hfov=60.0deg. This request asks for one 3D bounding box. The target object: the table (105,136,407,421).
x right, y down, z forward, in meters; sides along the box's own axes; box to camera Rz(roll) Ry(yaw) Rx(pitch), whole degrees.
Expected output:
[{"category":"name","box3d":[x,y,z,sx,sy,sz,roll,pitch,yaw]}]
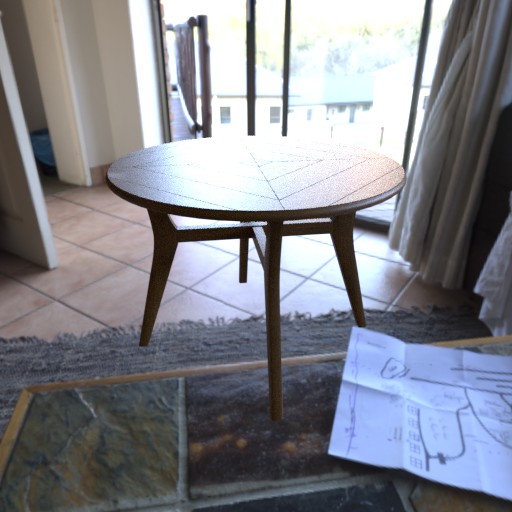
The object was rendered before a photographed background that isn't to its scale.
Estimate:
[{"category":"table","box3d":[0.000,0.000,1.780,1.055,0.757,1.055,0,26,0]}]
